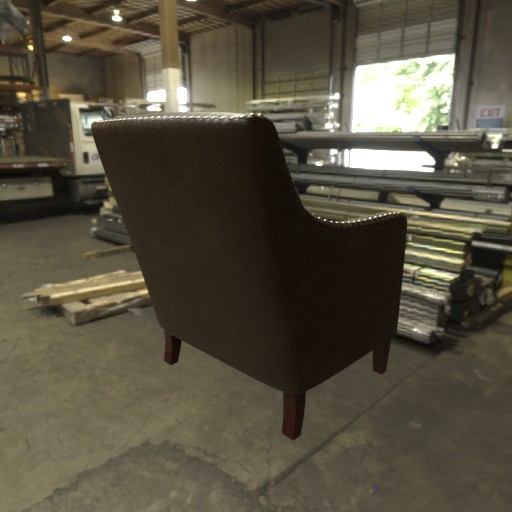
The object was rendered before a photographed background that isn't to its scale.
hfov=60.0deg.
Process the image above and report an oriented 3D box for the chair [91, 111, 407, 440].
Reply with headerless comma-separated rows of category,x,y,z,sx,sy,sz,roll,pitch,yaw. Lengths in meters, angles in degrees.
chair,0.000,0.000,1.342,0.639,0.813,0.704,15,21,43
